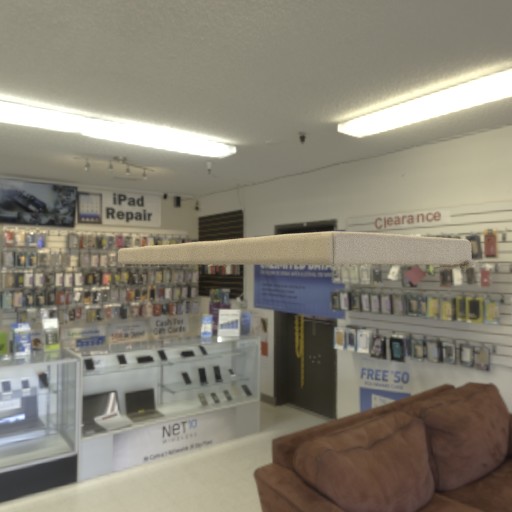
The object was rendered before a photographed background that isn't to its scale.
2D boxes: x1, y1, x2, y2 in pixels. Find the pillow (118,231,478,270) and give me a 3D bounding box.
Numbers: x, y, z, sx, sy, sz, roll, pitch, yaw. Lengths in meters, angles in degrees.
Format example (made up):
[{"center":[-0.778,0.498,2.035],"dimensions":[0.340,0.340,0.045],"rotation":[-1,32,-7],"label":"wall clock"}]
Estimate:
[{"center":[0.000,0.000,1.361],"dimensions":[0.492,0.081,1.187],"rotation":[1,-1,-35],"label":"pillow"}]
